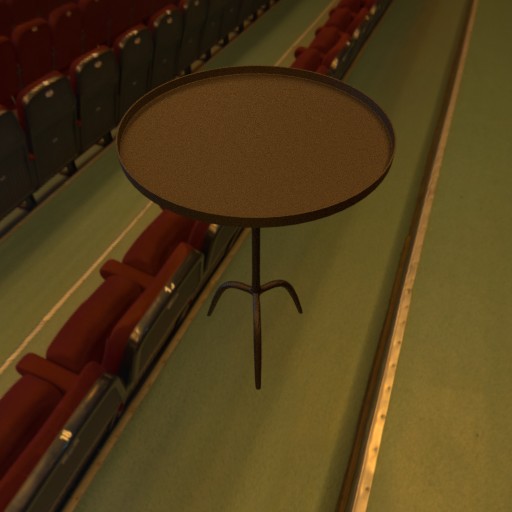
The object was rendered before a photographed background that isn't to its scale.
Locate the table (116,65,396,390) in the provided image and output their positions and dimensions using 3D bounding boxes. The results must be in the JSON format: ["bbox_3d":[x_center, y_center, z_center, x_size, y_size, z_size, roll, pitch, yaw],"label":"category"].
[{"bbox_3d":[0.000,0.000,1.066,0.502,0.700,0.502,16,49,15],"label":"table"}]
